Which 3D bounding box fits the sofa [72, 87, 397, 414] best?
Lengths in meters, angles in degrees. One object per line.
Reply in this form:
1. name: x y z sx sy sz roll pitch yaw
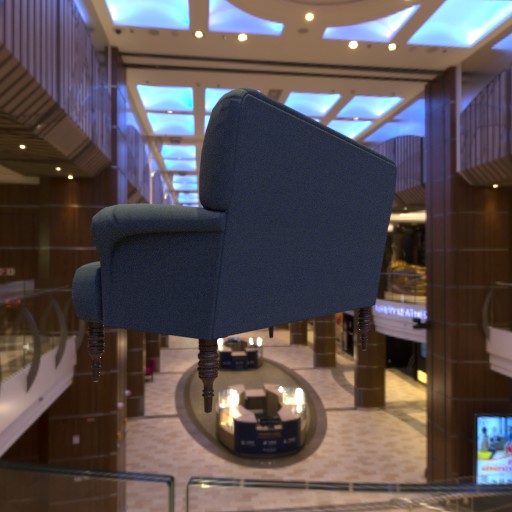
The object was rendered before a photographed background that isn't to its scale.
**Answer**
1. sofa: 0.000 0.000 1.819 0.779 0.889 1.297 0 -1 37
